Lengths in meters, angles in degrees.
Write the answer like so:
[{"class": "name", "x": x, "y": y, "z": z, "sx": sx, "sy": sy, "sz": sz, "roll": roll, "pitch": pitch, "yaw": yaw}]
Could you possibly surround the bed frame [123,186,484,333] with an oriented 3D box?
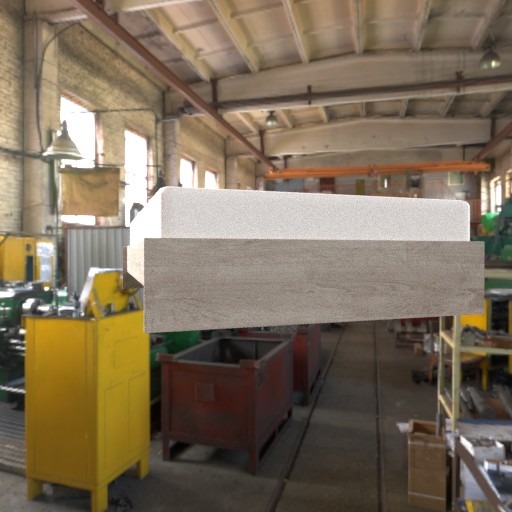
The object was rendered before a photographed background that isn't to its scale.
[{"class": "bed frame", "x": 0.000, "y": 0.000, "z": 2.623, "sx": 1.445, "sy": 0.497, "sz": 1.945, "roll": 0, "pitch": 0, "yaw": -19}]
